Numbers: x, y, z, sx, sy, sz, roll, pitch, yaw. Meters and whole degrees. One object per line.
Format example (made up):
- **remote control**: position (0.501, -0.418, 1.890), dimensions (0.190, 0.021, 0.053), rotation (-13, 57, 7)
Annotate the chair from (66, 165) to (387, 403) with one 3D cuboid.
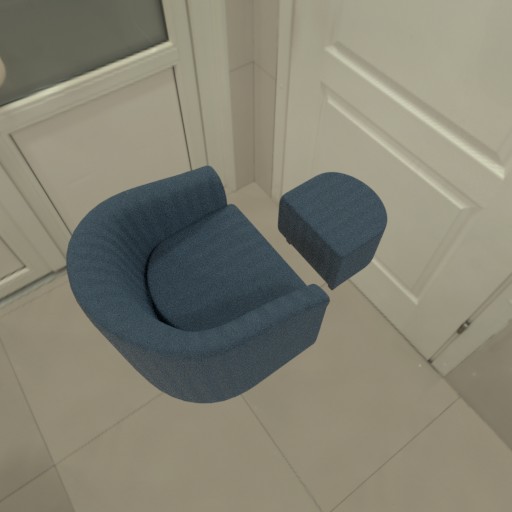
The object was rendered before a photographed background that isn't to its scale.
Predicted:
- **chair**: position (0.000, 0.000, 1.784), dimensions (1.288, 0.757, 0.756), rotation (-31, 63, -18)
